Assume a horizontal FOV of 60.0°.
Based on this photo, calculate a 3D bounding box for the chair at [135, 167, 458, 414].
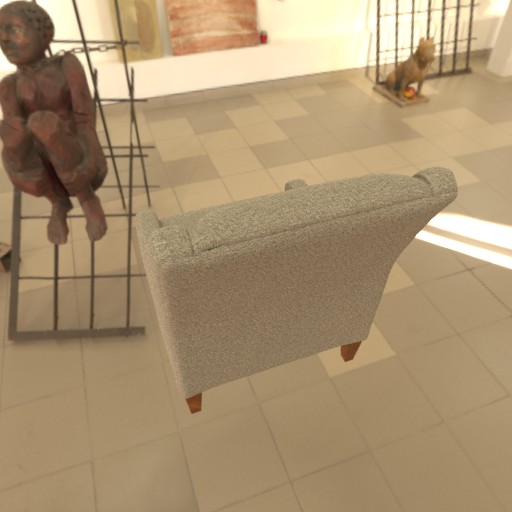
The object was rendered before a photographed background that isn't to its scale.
[{"bbox_3d":[0.000,0.000,1.600,0.774,1.016,0.870,-14,45,-15],"label":"chair"}]
